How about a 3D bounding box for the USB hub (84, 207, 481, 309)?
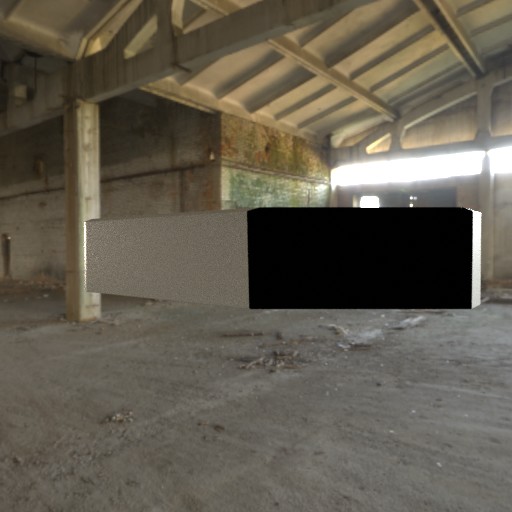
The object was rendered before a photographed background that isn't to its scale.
[{"bbox_3d":[0.000,0.000,0.126,0.110,0.023,0.044,1,1,37],"label":"USB hub"}]
